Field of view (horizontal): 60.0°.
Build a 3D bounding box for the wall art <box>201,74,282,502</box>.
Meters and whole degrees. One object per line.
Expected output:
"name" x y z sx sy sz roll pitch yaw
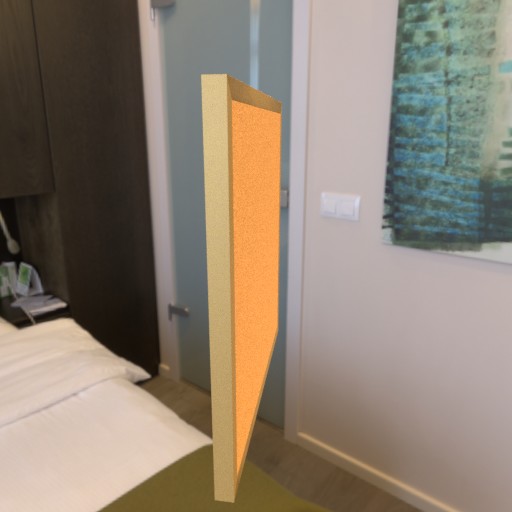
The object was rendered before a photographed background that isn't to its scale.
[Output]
"wall art" 0.000 0.000 1.105 0.038 0.762 0.762 3 16 9
